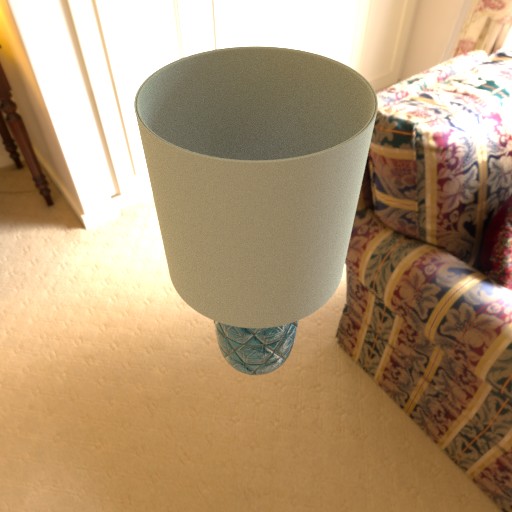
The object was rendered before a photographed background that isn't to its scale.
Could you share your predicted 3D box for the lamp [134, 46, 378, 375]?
[{"bbox_3d":[0.000,0.000,0.492,0.193,0.377,0.193,10,47,10],"label":"lamp"}]
